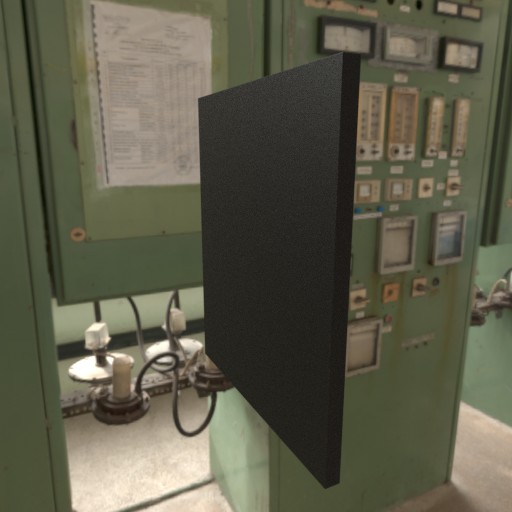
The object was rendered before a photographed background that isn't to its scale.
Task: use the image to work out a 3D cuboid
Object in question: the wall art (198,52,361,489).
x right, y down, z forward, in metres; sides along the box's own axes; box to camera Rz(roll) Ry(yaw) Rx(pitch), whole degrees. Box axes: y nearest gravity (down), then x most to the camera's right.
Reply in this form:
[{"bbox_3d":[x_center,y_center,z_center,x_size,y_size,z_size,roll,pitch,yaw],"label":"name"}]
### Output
[{"bbox_3d":[0.000,0.000,0.685,0.023,0.505,0.428,-7,15,-26],"label":"wall art"}]
